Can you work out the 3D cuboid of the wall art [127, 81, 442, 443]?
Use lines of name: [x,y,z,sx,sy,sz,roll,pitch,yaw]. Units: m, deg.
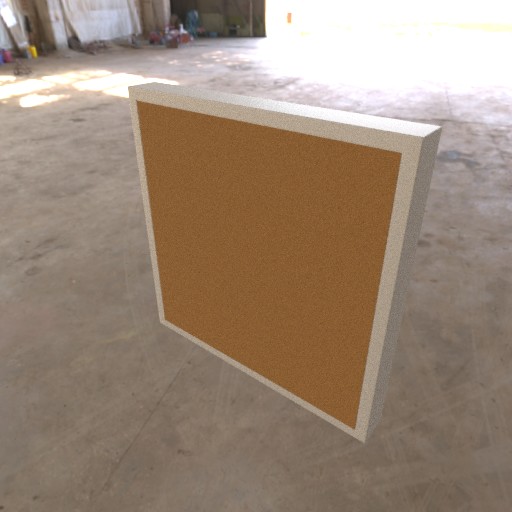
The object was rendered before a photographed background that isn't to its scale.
wall art: [0.000,0.000,0.458,0.305,0.305,0.037,22,37,32]
